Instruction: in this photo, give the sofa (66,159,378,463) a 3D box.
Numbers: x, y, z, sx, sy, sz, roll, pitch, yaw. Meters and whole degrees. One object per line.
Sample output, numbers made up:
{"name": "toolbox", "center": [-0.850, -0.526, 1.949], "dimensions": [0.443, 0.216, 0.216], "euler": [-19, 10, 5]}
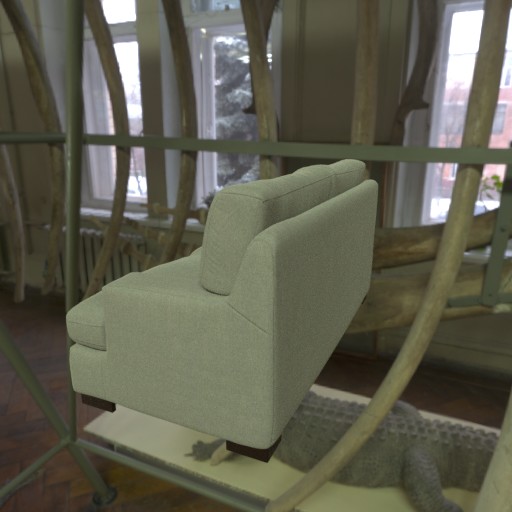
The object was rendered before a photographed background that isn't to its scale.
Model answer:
{"name": "sofa", "center": [0.000, 0.000, 2.409], "dimensions": [0.962, 0.980, 1.855], "euler": [7, 17, 24]}
